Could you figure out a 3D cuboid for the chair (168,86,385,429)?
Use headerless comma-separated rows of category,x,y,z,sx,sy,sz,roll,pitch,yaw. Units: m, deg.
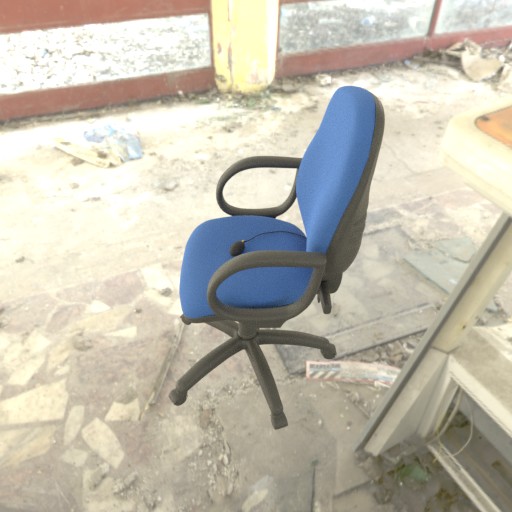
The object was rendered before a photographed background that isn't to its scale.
chair,0.000,0.000,1.219,0.549,0.905,0.552,-1,41,-1
